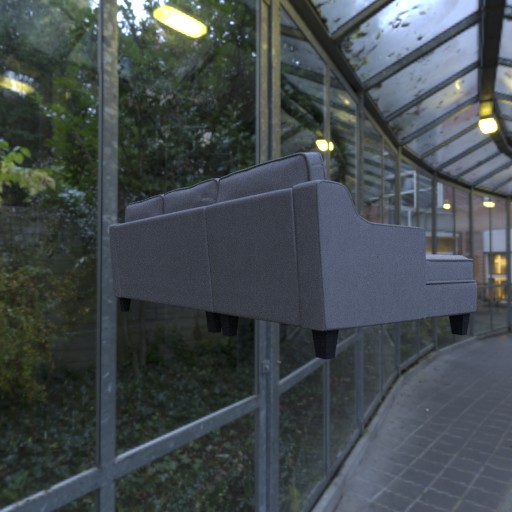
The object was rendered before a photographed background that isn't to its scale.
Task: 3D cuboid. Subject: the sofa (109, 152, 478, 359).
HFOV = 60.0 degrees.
[{"bbox_3d":[0.000,0.000,3.185,1.294,0.928,2.561,1,-2,-37],"label":"sofa"}]
